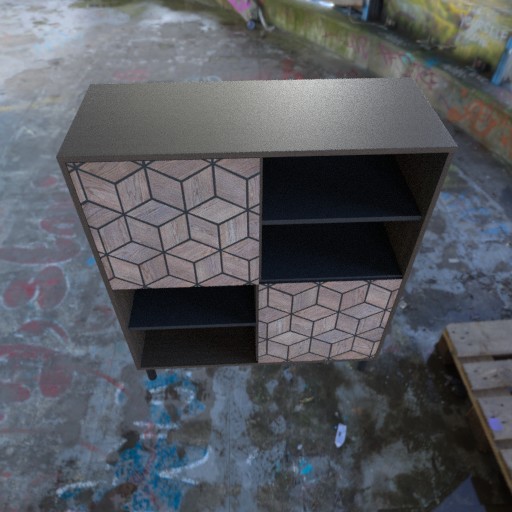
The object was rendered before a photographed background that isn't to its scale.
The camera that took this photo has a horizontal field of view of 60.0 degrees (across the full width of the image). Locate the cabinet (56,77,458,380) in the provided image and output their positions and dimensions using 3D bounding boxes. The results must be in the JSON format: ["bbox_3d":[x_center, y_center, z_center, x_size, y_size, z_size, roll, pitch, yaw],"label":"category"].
[{"bbox_3d":[0.000,0.000,1.672,1.010,1.170,0.400,-2,46,-2],"label":"cabinet"}]
